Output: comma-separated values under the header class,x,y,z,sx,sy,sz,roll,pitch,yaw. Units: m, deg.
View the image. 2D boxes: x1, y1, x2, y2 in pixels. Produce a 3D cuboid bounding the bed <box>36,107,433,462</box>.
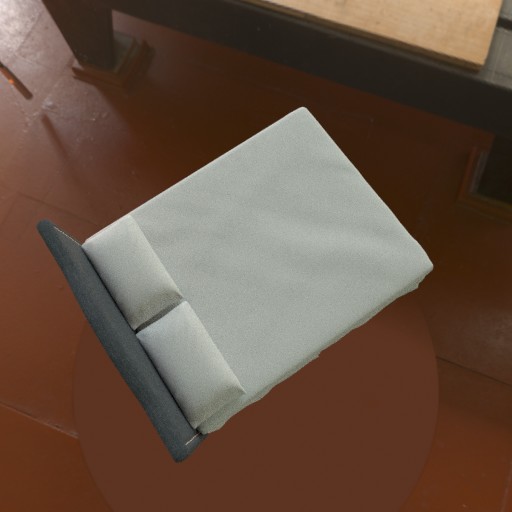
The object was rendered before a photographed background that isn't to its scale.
class,x,y,z,sx,sy,sz,roll,pitch,yaw
bed,0.000,0.000,3.953,2.689,1.457,2.161,-34,78,-8
